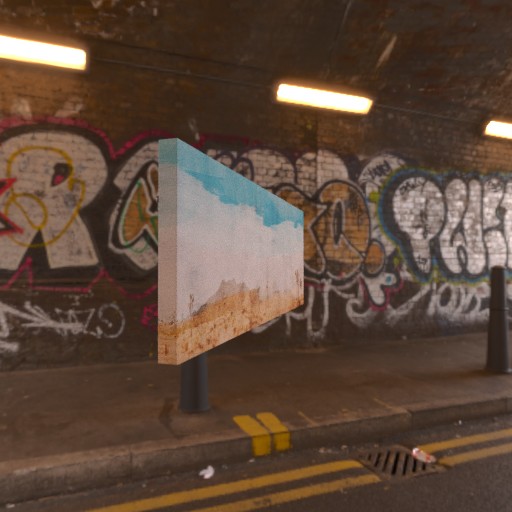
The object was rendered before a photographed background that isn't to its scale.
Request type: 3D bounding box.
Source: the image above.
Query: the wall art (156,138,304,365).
[{"bbox_3d":[0.000,0.000,0.860,0.044,0.254,0.759,0,-1,17],"label":"wall art"}]
